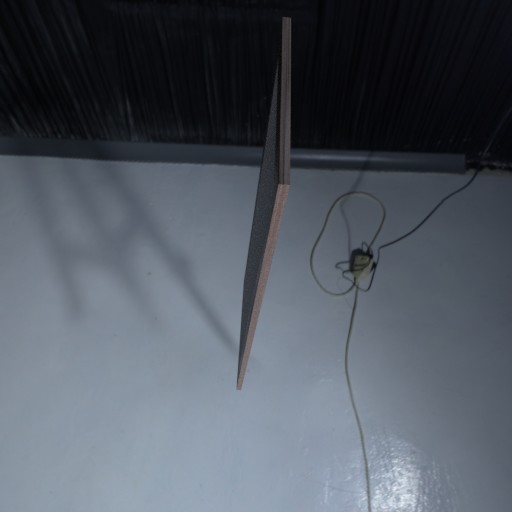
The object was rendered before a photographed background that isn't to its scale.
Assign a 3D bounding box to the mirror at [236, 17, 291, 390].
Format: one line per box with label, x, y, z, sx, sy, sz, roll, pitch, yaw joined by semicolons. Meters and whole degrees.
mirror;0.000;0.000;2.270;0.221;2.020;0.812;2;58;1
